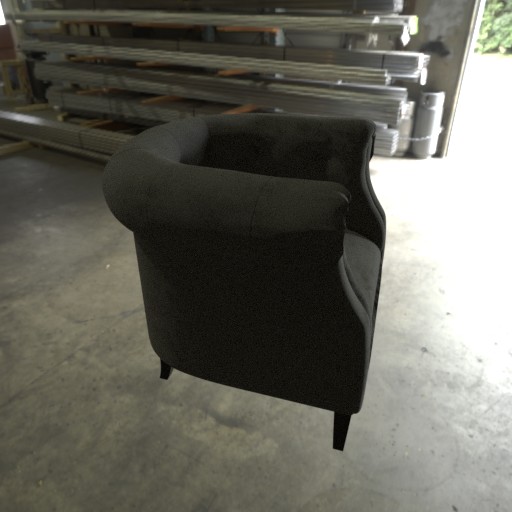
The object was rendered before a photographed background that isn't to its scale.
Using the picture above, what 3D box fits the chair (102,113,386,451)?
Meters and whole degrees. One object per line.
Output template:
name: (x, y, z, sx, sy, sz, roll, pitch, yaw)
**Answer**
chair: (0.000, 0.000, 1.528, 0.851, 0.826, 0.904, 9, 30, 15)
